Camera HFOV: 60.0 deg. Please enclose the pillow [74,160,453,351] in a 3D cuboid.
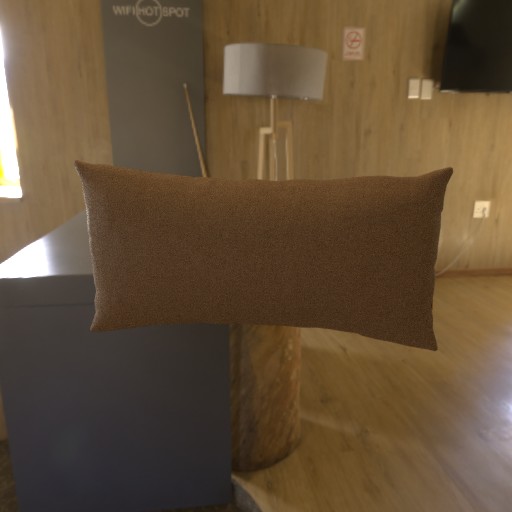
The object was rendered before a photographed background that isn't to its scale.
[{"bbox_3d":[0.000,0.000,0.738,0.612,0.308,0.148,2,16,7],"label":"pillow"}]
